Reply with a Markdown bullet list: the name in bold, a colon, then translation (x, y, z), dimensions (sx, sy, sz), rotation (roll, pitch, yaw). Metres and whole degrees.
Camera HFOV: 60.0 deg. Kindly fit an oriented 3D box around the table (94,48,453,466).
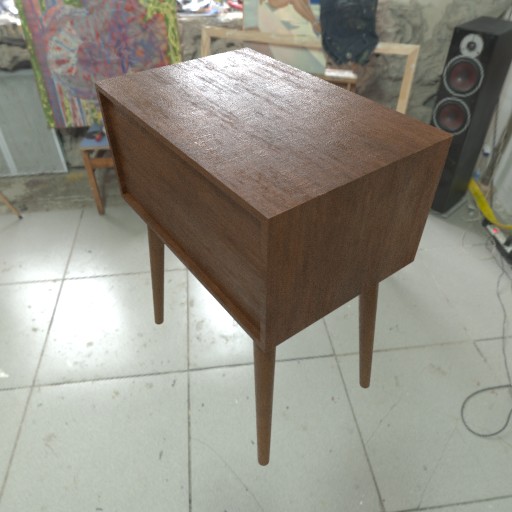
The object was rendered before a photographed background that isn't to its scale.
- **table**: translation (0.000, 0.000, 0.831), dimensions (0.307, 0.580, 0.454), rotation (-26, 48, -27)
